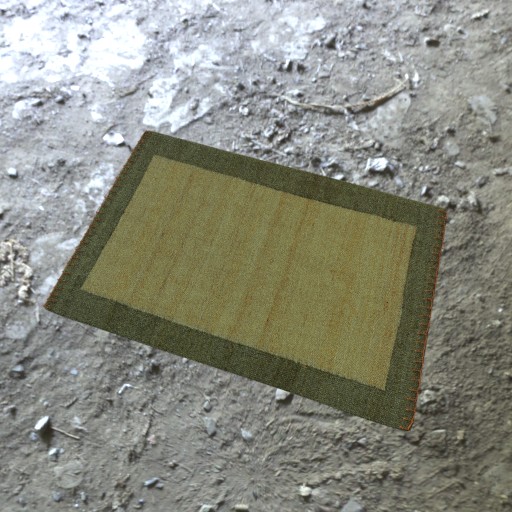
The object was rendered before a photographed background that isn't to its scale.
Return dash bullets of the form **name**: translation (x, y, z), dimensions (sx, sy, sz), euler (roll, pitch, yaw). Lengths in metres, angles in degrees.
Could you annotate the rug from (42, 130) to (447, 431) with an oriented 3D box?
- **rug**: translation (0.000, 0.000, 2.306), dimensions (1.838, 0.019, 1.220), euler (17, 65, 8)
